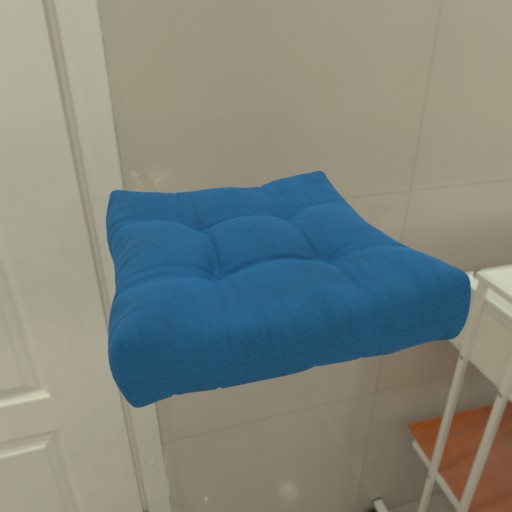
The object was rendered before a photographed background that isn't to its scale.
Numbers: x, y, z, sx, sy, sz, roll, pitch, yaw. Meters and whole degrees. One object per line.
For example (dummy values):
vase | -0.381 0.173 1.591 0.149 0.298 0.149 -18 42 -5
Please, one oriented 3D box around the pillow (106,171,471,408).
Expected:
pillow | 0.000 0.000 0.727 0.468 0.128 0.490 -8 29 -15
